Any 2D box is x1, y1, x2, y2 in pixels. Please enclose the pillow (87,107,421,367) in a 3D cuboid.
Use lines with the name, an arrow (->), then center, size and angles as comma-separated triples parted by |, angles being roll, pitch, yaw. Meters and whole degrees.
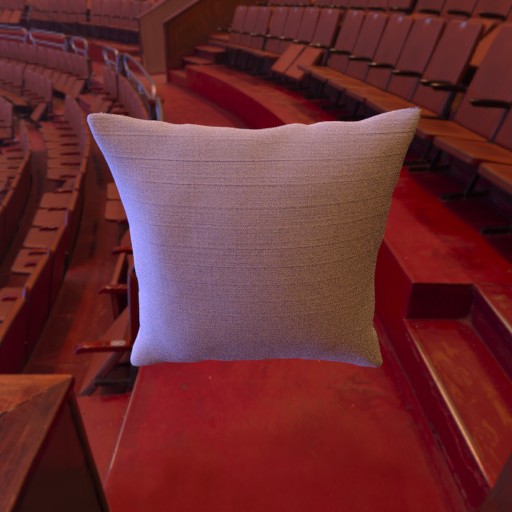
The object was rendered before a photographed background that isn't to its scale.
pillow -> 0.000, 0.000, 0.726 | 0.470, 0.464, 0.175 | -1, 29, -1
